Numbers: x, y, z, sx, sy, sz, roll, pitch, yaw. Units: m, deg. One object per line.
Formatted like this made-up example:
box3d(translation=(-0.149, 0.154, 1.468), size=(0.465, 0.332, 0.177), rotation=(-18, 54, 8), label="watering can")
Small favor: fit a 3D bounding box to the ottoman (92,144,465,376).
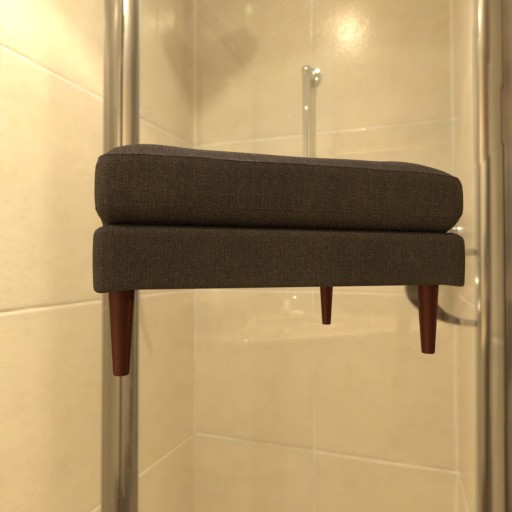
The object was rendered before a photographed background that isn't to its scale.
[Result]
box3d(translation=(0.000, 0.000, 1.230), size=(0.821, 0.474, 0.693), rotation=(0, -1, -17), label="ottoman")
